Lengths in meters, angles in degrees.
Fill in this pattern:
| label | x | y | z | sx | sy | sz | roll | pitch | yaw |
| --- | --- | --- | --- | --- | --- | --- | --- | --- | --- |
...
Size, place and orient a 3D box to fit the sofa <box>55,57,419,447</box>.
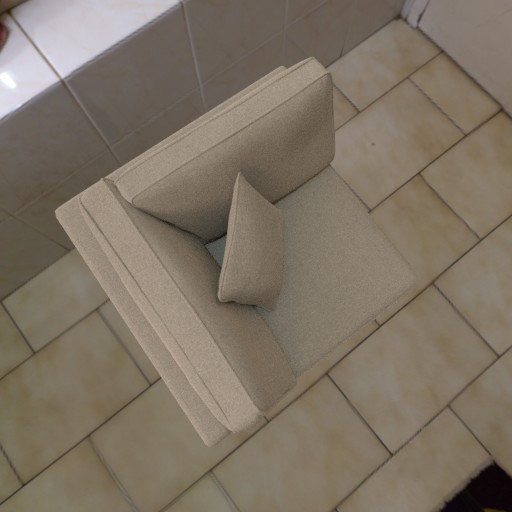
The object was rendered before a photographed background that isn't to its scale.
| label | x | y | z | sx | sy | sz | roll | pitch | yaw |
| --- | --- | --- | --- | --- | --- | --- | --- | --- | --- |
| sofa | 0.000 | 0.000 | 1.973 | 1.146 | 1.002 | 1.084 | -35 | 79 | -8 |
